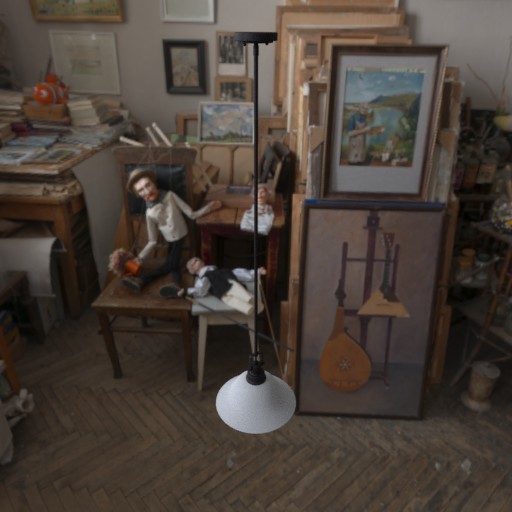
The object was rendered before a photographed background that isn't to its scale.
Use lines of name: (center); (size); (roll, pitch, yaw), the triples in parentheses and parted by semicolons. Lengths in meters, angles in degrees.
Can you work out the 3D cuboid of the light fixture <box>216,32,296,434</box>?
light fixture: (0.000, 0.000, 1.484); (0.324, 1.337, 0.324); (-18, 33, -30)
